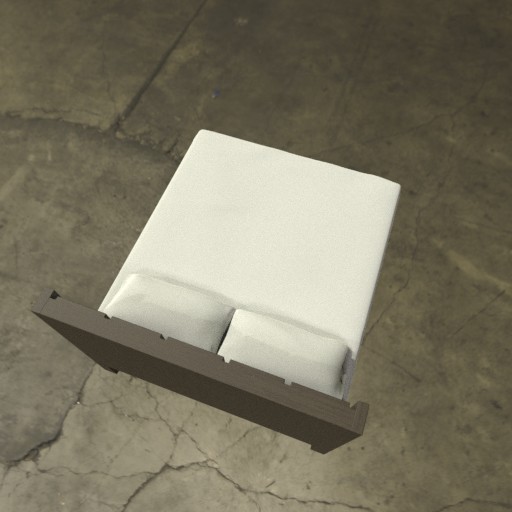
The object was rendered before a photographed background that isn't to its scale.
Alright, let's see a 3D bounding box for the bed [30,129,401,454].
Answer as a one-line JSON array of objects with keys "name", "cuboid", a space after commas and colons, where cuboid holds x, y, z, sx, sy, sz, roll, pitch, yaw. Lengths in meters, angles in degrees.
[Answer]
[{"name": "bed", "cuboid": [0.000, 0.000, 3.104, 1.735, 1.261, 1.992, 18, 64, 9]}]
